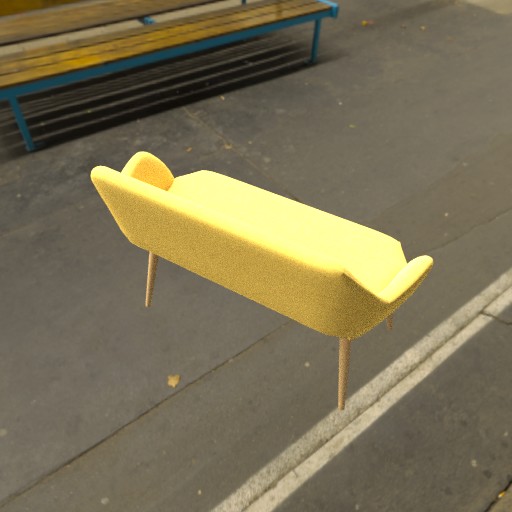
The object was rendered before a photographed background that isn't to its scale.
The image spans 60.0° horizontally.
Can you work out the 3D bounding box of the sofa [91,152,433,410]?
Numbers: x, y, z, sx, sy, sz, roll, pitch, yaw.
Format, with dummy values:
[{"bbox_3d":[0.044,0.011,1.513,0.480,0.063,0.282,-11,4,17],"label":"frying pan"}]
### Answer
[{"bbox_3d":[0.000,0.000,1.634,1.150,0.840,0.610,23,50,21],"label":"sofa"}]
